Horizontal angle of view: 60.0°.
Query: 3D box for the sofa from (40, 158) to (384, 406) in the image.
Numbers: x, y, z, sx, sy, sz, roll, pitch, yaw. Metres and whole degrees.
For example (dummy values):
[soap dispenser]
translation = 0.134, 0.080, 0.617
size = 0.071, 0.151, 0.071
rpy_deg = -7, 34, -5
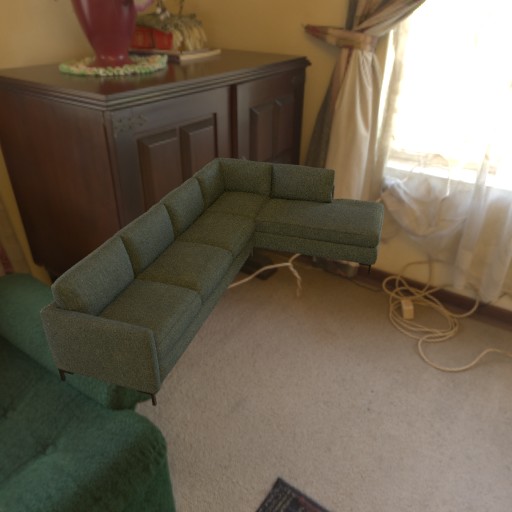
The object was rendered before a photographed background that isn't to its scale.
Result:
[sofa]
translation = 0.000, 0.000, 3.859
size = 2.007, 0.815, 2.949
rpy_deg = 9, 31, 16
